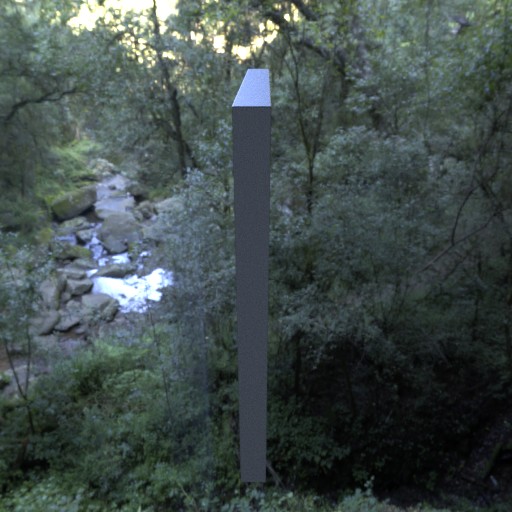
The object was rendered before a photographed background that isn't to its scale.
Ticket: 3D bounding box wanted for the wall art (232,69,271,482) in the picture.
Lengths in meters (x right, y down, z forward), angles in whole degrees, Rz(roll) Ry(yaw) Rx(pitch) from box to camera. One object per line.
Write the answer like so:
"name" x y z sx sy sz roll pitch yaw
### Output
"wall art" 0.000 0.000 0.753 0.039 0.553 0.445 1 27 1
